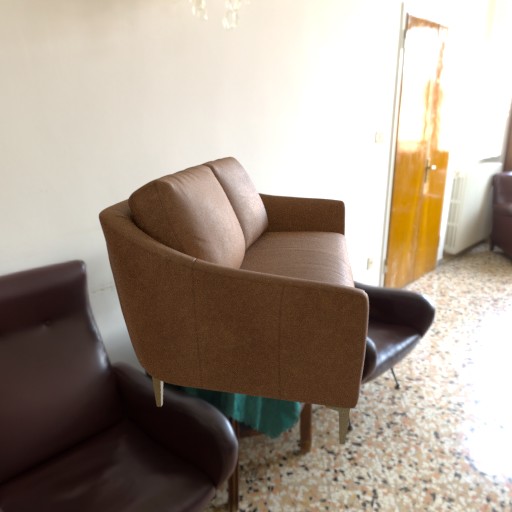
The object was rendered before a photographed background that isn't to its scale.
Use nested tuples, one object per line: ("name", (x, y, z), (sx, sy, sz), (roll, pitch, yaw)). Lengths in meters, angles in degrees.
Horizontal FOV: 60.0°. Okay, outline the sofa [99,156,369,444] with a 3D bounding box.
("sofa", (0.000, 0.000, 2.213), (0.960, 0.902, 1.619), (2, 17, 8))
